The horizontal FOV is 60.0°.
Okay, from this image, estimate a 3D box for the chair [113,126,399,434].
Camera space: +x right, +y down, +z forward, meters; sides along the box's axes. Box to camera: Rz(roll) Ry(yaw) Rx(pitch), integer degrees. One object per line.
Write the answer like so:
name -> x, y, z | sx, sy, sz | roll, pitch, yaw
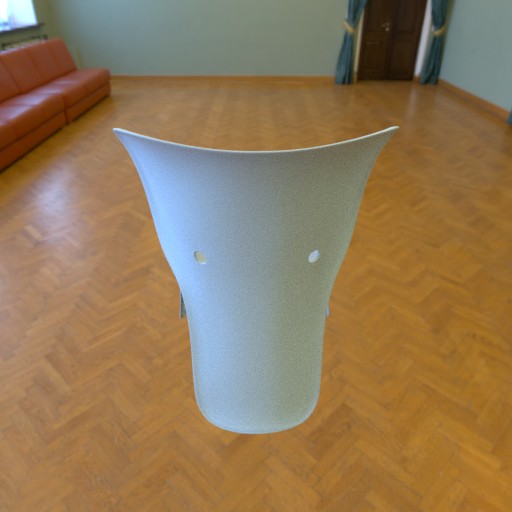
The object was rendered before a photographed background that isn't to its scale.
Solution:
chair -> 0.000, 0.000, 0.856 | 0.451, 0.554, 0.402 | -1, 31, -1
